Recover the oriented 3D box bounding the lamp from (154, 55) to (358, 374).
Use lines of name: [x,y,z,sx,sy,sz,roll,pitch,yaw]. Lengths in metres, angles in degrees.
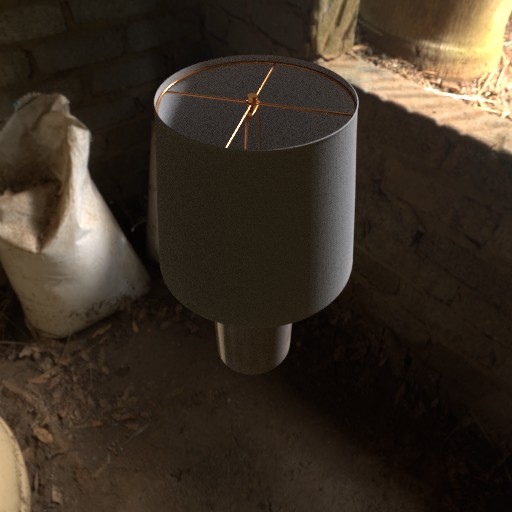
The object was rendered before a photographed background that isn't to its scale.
lamp: [0.000,0.000,0.448,0.189,0.340,0.189,0,46,0]
